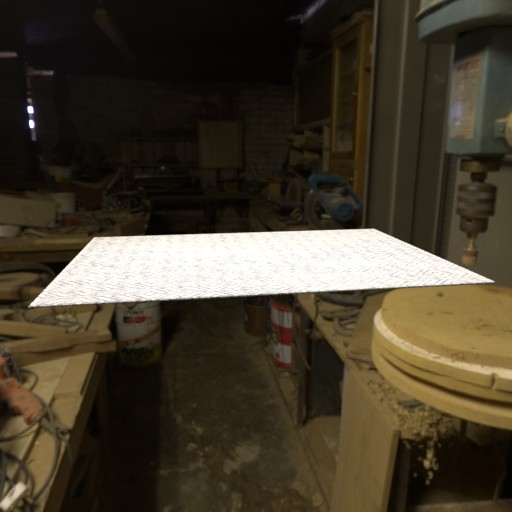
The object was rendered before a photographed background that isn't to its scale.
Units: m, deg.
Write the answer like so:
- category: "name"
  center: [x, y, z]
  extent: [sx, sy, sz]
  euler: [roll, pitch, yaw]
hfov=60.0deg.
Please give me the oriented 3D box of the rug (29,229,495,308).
- category: "rug"
  center: [0.000, 0.000, 2.290]
  extent: [1.824, 0.008, 1.220]
  euler: [-2, 14, -9]
